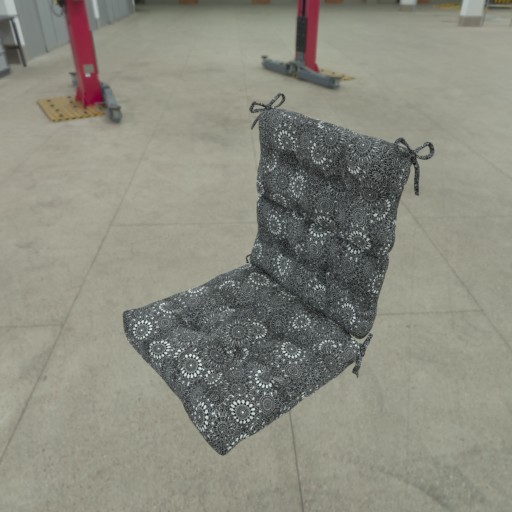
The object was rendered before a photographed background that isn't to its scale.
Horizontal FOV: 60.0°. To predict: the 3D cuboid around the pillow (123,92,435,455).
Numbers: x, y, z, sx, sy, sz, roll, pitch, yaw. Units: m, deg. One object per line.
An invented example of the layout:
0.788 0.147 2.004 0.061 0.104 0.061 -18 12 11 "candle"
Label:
0.000 0.000 1.066 0.571 0.605 0.519 -23 39 -31 "pillow"
